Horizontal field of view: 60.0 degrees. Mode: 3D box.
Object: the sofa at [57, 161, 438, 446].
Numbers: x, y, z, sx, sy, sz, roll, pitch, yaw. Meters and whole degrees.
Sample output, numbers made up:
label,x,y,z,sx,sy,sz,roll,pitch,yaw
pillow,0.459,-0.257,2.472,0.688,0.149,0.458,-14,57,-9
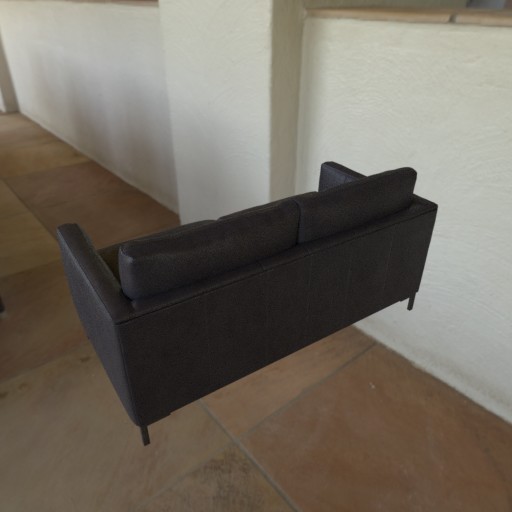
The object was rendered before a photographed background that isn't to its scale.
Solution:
label,x,y,z,sx,sy,sz,roll,pitch,yaw
sofa,0.000,0.000,2.353,1.805,0.883,0.947,-20,36,-30
